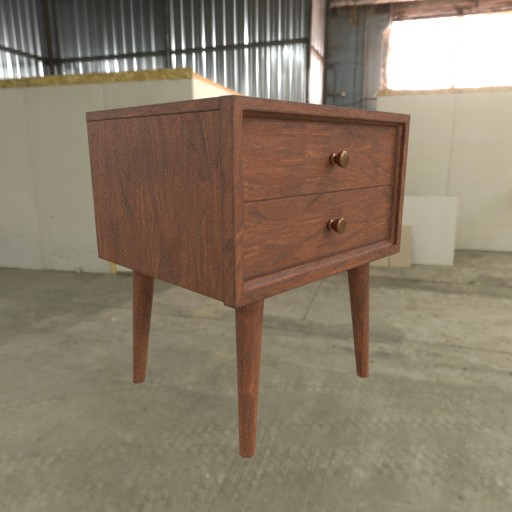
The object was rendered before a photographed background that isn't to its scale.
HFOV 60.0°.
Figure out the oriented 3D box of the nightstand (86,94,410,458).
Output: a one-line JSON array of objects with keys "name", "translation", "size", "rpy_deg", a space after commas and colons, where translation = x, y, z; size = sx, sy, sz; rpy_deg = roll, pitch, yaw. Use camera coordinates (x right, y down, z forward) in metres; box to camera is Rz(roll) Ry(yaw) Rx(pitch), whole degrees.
[{"name": "nightstand", "translation": [0.000, 0.000, 0.987], "size": [0.445, 0.607, 0.521], "rpy_deg": [13, 19, 43]}]
